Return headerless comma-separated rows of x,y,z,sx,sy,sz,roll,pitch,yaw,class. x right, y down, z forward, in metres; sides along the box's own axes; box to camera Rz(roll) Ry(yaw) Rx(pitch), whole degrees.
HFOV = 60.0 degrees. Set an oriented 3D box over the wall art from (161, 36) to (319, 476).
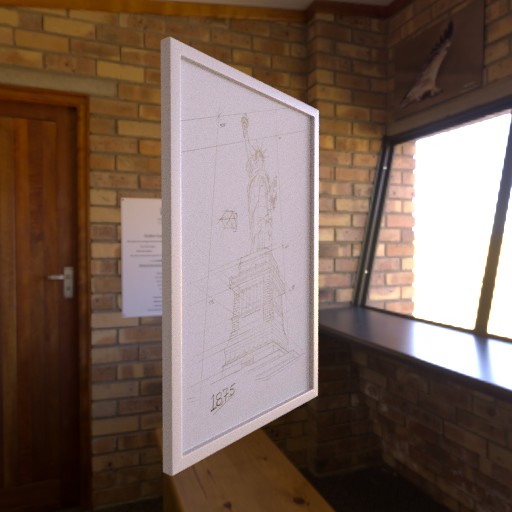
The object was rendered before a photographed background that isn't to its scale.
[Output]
0.000,0.000,1.521,0.038,1.183,0.808,1,2,37,wall art
